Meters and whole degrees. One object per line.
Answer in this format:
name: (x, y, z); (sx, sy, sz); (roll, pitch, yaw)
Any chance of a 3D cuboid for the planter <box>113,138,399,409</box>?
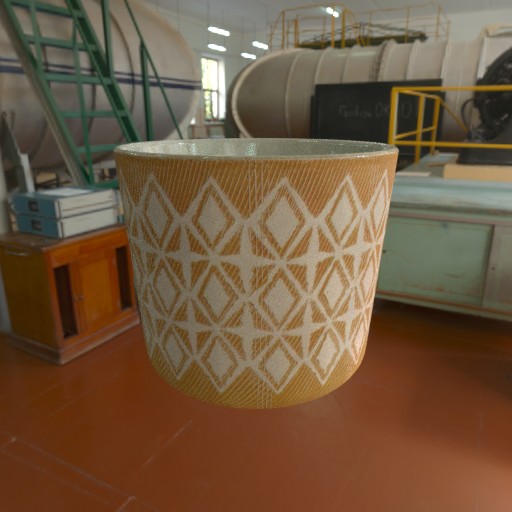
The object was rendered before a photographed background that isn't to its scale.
planter: (0.000, 0.000, 0.338); (0.193, 0.165, 0.193); (0, 17, 0)
